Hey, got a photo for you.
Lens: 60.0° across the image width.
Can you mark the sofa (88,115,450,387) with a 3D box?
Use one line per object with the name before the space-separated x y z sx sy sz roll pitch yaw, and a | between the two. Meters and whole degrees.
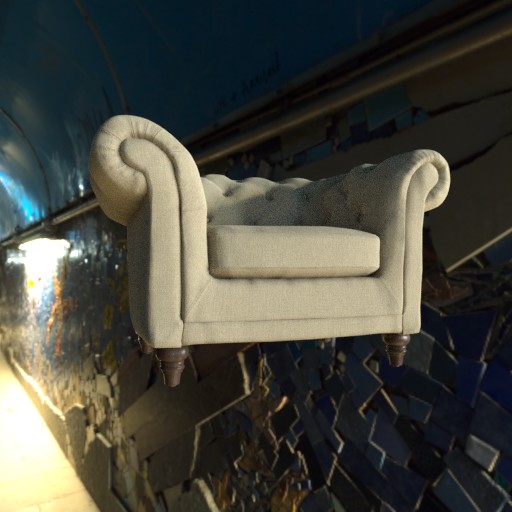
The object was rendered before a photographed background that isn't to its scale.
sofa | 0.000 0.000 1.997 1.405 0.878 1.034 0 -1 -19
